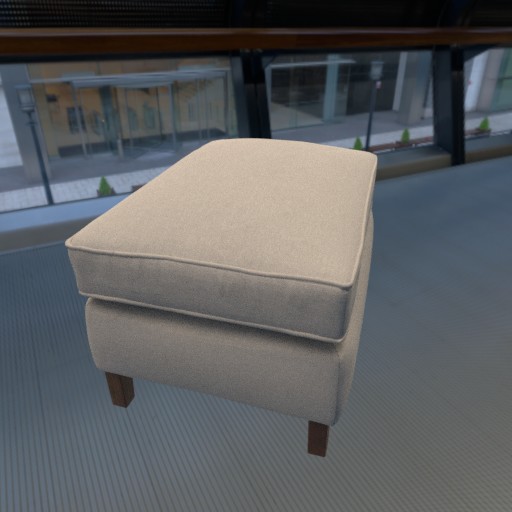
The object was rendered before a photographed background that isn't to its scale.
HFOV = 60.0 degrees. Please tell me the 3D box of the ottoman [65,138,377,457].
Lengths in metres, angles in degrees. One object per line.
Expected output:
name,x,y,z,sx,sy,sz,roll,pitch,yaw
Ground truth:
ottoman,0.000,0.000,0.999,0.501,0.456,0.665,8,30,14
